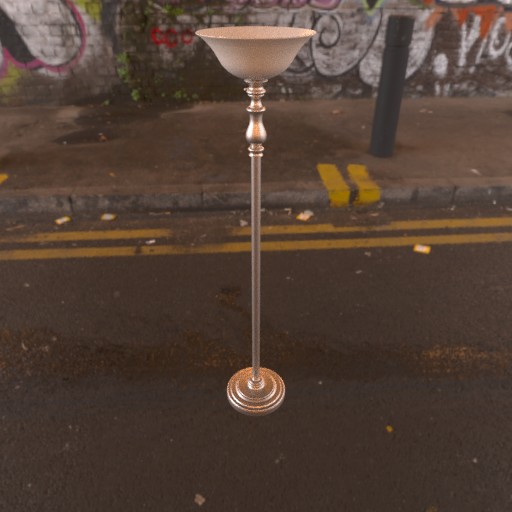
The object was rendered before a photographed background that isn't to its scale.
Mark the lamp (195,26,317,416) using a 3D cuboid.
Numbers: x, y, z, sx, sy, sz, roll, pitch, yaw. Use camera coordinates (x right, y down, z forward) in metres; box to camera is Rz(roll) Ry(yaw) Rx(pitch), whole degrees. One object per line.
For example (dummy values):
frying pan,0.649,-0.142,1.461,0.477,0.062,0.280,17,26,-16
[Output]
lamp,0.000,0.000,1.953,0.405,1.771,0.405,21,38,30
